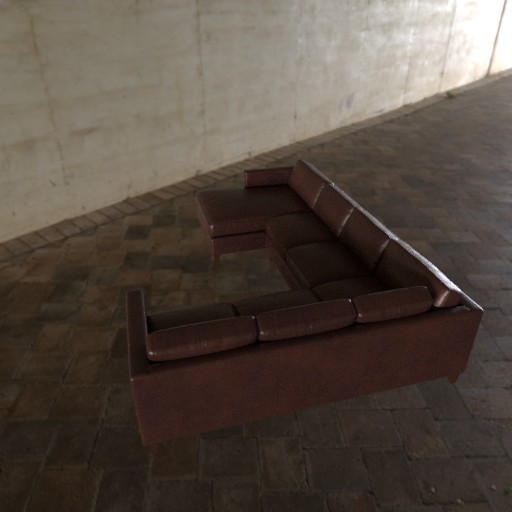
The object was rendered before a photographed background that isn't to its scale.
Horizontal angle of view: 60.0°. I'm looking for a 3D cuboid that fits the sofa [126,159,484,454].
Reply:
[{"bbox_3d":[0.000,0.000,4.379,2.452,0.891,3.324,-8,31,-13],"label":"sofa"}]
